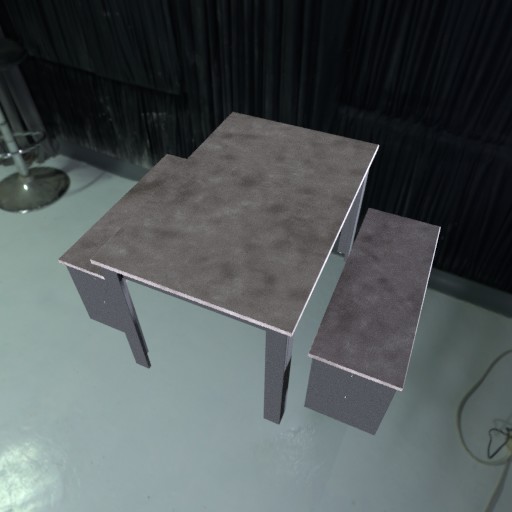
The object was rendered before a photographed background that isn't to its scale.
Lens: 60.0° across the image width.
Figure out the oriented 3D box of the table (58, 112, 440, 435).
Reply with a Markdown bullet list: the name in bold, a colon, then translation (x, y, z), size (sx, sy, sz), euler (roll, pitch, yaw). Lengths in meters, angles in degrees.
- **table**: translation (0.000, 0.000, 1.996), size (1.443, 0.700, 1.100), euler (18, 49, 16)
